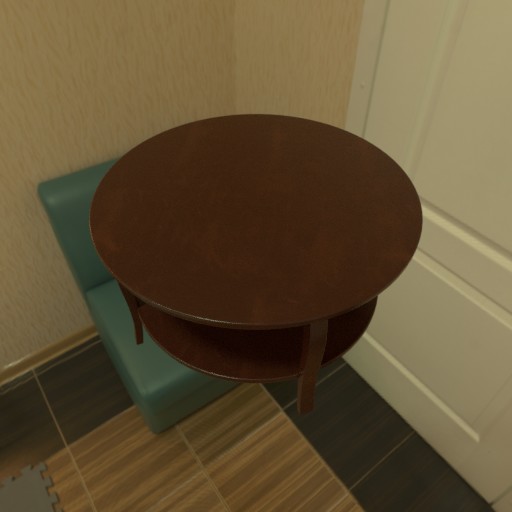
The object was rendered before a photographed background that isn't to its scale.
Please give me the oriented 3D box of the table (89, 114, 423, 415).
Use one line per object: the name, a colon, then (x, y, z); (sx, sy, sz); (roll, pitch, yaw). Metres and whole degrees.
table: (0.000, 0.000, 1.431); (0.911, 0.512, 0.911); (0, 45, 0)
